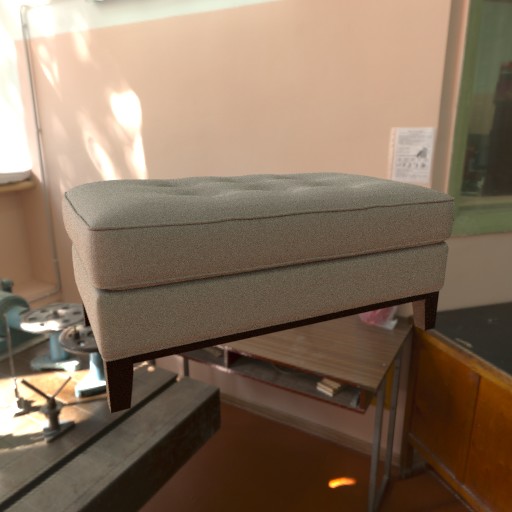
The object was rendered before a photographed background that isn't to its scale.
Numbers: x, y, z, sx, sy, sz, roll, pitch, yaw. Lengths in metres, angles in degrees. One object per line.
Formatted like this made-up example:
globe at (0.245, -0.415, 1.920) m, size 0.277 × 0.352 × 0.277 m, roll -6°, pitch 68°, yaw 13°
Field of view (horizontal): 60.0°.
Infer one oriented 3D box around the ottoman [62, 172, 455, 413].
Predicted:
ottoman at (0.000, 0.000, 1.497) m, size 1.143 × 0.508 × 0.648 m, roll -8°, pitch 18°, yaw -25°
